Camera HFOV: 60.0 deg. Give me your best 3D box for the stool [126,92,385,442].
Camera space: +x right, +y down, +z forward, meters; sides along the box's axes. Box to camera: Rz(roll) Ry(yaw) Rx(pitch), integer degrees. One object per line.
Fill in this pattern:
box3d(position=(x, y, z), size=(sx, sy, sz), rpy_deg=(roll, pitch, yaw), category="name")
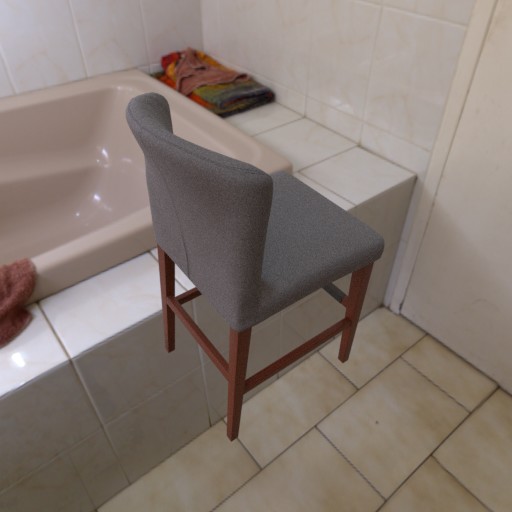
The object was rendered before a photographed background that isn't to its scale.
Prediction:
box3d(position=(0.000, 0.000, 1.307), size=(0.568, 0.968, 0.481), rpy_deg=(-26, 48, -26), category="stool")
